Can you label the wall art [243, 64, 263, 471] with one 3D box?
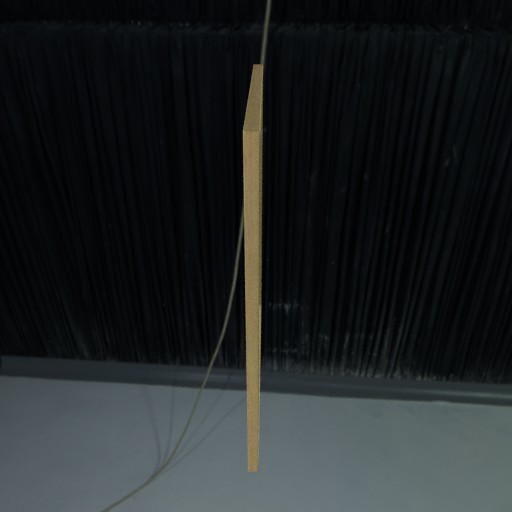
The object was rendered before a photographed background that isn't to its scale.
[{"bbox_3d":[0.000,0.000,1.388,0.030,1.002,0.798,1,31,1],"label":"wall art"}]
